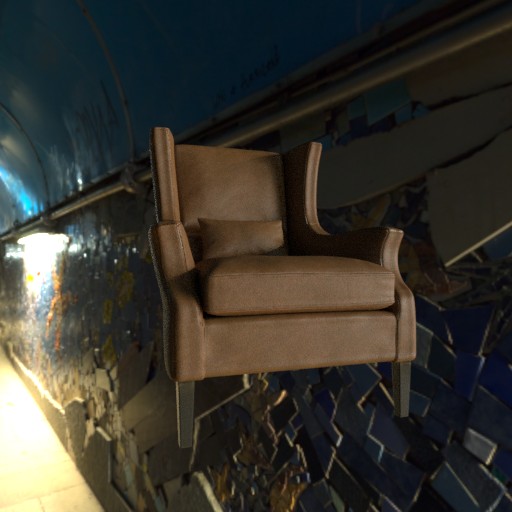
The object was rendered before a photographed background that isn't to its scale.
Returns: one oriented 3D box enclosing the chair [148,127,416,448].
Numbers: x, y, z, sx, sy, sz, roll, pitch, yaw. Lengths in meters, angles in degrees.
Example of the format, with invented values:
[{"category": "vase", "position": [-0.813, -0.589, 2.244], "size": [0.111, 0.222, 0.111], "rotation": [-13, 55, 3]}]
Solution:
[{"category": "chair", "position": [0.000, 0.000, 1.688], "size": [0.852, 1.016, 0.925], "rotation": [0, -1, -19]}]
